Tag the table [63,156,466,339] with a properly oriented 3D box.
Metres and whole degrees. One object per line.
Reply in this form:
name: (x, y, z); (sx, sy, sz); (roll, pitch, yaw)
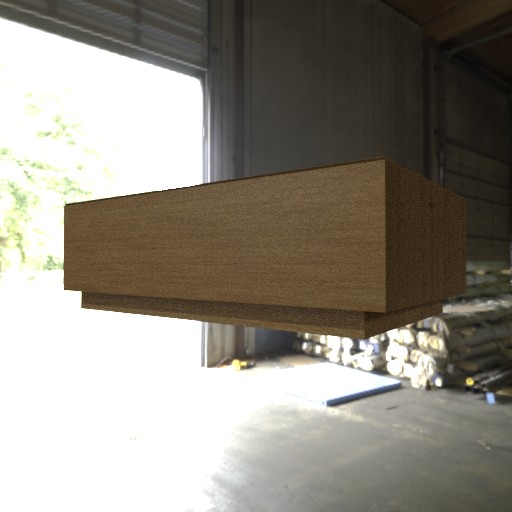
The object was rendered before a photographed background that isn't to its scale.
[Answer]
table: (0.000, 0.000, 1.428); (1.110, 0.353, 0.678); (-1, -1, 37)
